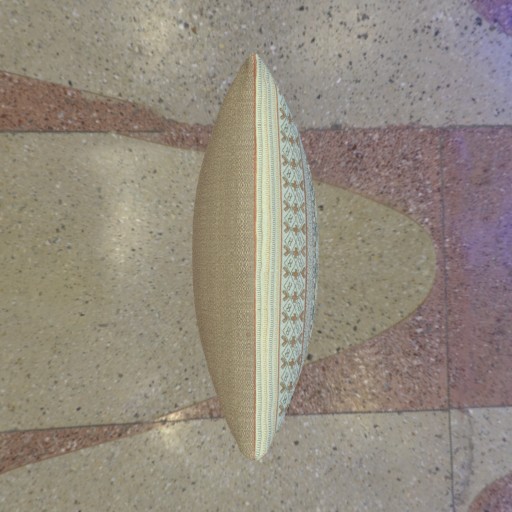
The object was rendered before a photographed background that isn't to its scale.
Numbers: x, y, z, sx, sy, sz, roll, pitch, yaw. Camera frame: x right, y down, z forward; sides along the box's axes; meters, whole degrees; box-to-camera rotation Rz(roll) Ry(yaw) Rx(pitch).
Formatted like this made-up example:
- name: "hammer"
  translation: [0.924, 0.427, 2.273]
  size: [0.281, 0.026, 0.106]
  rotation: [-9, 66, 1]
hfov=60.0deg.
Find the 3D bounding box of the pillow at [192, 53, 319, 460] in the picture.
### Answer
- name: "pillow"
  translation: [0.000, 0.000, 0.804]
  size: [0.215, 0.519, 0.521]
  rotation: [0, 90, 1]
